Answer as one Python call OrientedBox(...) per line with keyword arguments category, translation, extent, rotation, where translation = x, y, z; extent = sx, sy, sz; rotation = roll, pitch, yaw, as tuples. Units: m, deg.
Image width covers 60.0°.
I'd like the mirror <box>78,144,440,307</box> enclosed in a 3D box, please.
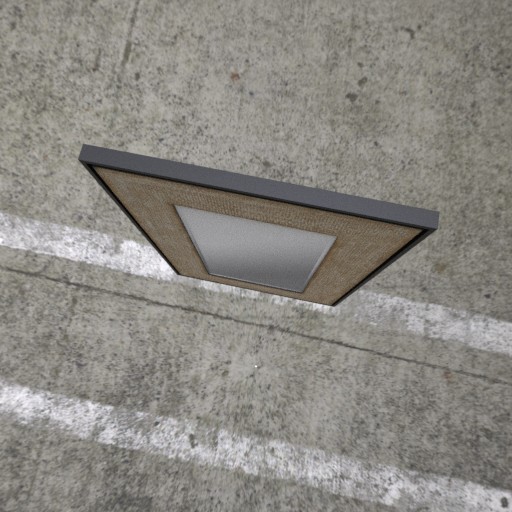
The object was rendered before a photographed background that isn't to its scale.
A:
OrientedBox(category="mirror", translation=(0.000, 0.000, 1.515), extent=(0.762, 1.219, 0.038), rotation=(11, 76, 3))
